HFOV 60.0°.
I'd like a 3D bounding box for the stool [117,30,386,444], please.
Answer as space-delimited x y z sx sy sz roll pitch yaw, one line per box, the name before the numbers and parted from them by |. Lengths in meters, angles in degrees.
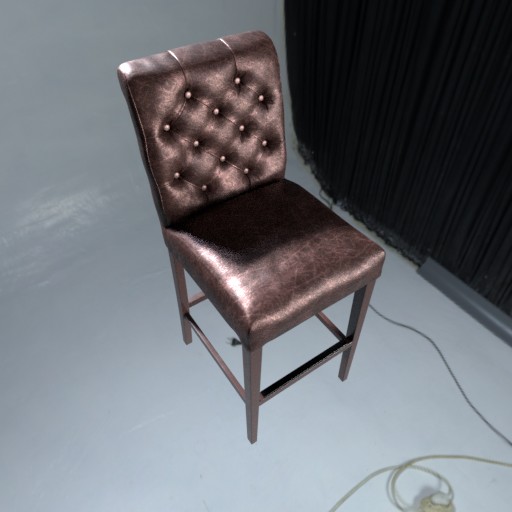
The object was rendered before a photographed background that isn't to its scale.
stool | 0.000 0.000 1.463 0.483 1.168 0.659 -26 51 -23
